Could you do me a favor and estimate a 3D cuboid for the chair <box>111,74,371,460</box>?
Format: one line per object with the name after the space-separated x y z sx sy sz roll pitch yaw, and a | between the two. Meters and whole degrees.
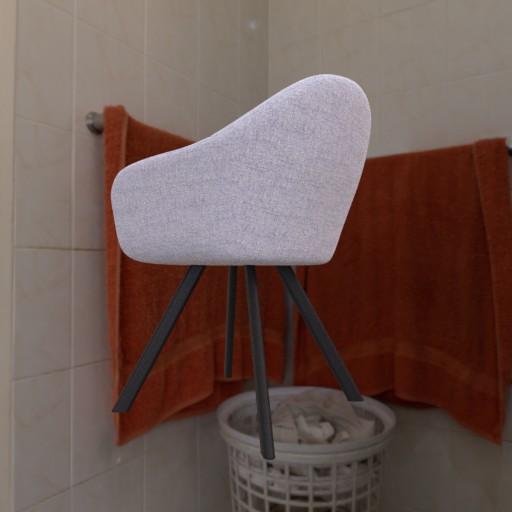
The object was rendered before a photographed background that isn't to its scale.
0.000 0.000 1.141 0.570 0.780 0.540 -1 -1 35 | chair
